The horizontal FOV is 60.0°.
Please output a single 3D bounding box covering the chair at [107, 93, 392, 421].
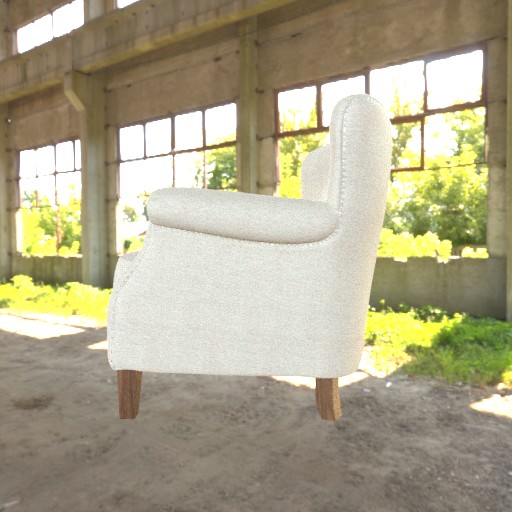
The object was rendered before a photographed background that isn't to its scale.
[{"bbox_3d":[0.000,0.000,1.611,0.921,0.936,0.861,0,1,0],"label":"chair"}]
